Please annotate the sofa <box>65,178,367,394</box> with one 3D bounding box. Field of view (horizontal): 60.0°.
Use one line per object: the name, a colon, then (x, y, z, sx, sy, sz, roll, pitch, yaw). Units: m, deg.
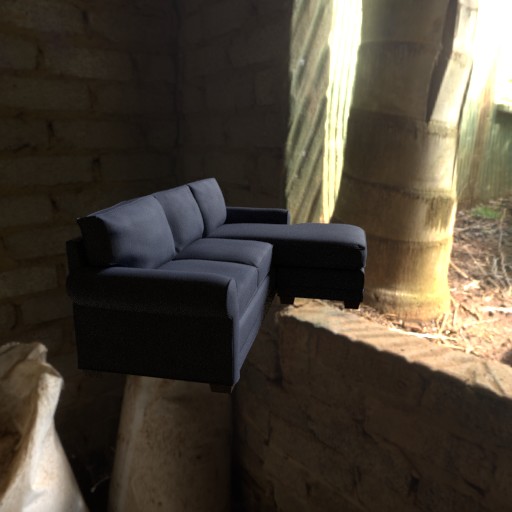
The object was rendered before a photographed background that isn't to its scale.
sofa: (0.000, 0.000, 3.566, 1.780, 1.063, 2.567, 3, 15, 11)
